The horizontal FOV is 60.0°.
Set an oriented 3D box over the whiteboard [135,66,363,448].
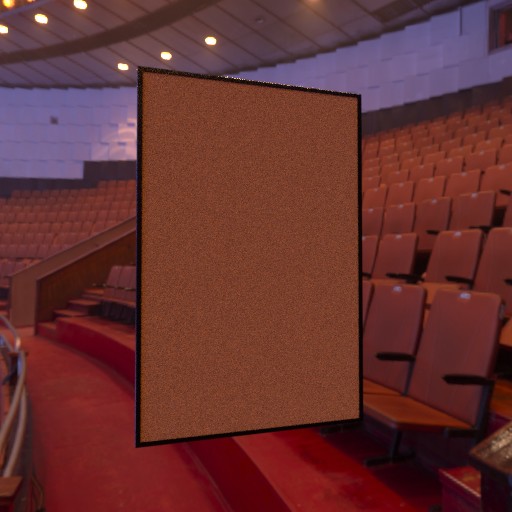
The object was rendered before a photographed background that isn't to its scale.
[{"bbox_3d":[0.000,0.000,0.777,0.406,0.611,0.026,0,-1,-17],"label":"whiteboard"}]
